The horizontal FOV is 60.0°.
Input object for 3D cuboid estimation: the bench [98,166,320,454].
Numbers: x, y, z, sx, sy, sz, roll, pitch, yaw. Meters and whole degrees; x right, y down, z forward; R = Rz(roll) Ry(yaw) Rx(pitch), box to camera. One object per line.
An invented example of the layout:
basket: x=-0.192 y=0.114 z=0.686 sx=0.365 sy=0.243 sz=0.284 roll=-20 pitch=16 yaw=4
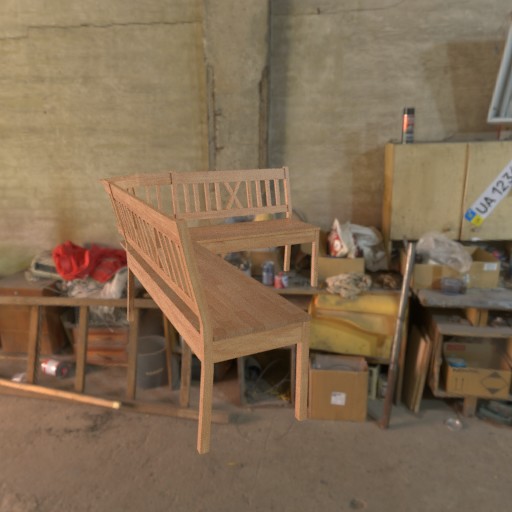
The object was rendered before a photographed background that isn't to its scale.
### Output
bench: x=0.000 y=0.000 z=2.699 sx=1.537 sy=0.902 sz=1.937 roll=-8 pitch=17 yaw=-25
